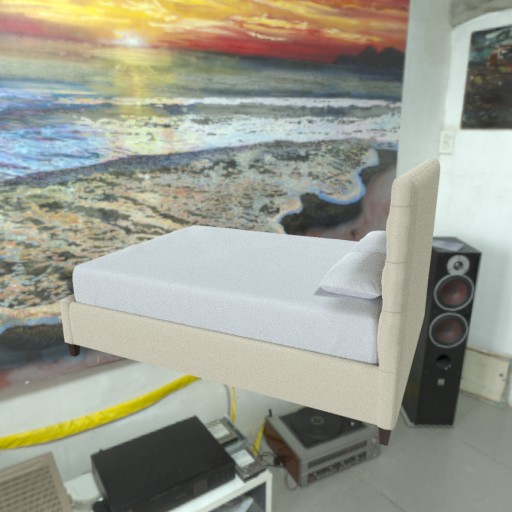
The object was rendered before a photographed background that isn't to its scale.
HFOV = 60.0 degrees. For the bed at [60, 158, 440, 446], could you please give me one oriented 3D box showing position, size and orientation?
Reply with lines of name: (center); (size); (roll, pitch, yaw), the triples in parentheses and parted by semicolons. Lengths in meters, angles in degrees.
bed: (0.000, 0.000, 3.376); (2.387, 1.427, 1.698); (7, 17, 24)
